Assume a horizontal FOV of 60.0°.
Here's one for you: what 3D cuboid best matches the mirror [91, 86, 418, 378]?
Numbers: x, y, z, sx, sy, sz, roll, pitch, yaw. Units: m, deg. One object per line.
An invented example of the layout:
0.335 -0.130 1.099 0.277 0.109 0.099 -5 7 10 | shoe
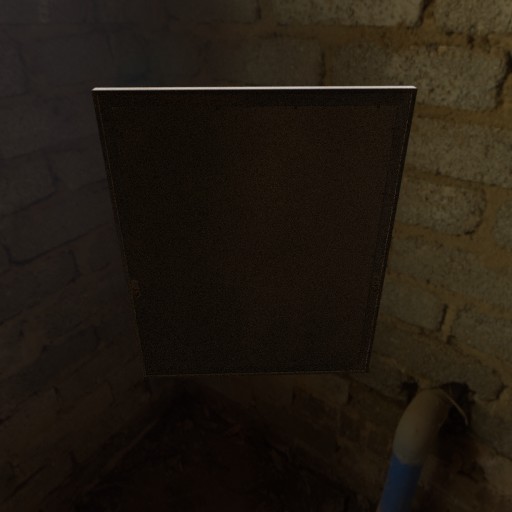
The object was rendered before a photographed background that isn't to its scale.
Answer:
0.000 0.000 1.228 0.730 0.882 0.032 -1 30 -2 | mirror
